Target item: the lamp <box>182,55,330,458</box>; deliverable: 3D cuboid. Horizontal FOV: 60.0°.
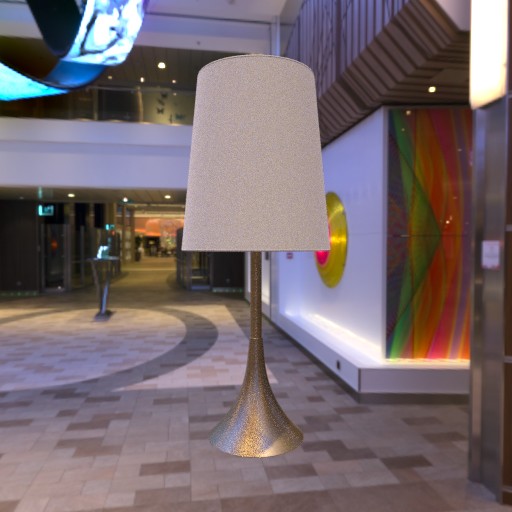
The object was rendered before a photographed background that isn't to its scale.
[{"bbox_3d":[0.000,0.000,0.697,0.231,0.569,0.231,0,1,0],"label":"lamp"}]
